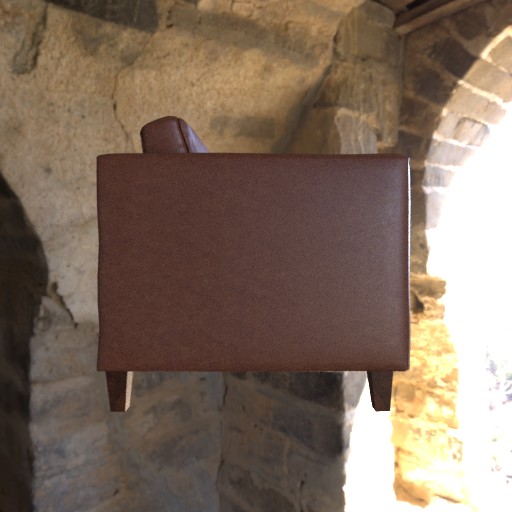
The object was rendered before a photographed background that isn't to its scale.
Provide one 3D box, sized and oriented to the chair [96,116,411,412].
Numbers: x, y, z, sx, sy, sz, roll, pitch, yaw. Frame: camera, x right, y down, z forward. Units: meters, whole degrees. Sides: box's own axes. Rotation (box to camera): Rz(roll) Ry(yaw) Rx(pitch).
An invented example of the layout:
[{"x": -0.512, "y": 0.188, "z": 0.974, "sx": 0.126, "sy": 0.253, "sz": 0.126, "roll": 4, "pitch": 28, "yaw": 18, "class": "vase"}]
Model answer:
[{"x": 0.000, "y": 0.000, "z": 1.815, "sx": 0.959, "sy": 0.917, "sz": 1.107, "roll": 0, "pitch": 1, "yaw": 0, "class": "chair"}]
